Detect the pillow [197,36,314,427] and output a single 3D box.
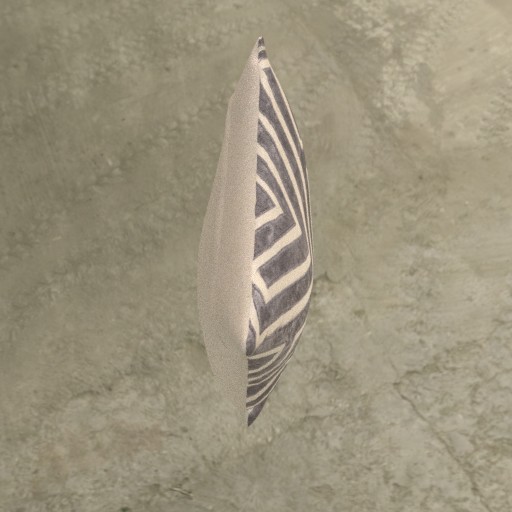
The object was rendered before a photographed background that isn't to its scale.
[{"bbox_3d":[0.000,0.000,0.674,0.182,0.441,0.440,2,62,1],"label":"pillow"}]
